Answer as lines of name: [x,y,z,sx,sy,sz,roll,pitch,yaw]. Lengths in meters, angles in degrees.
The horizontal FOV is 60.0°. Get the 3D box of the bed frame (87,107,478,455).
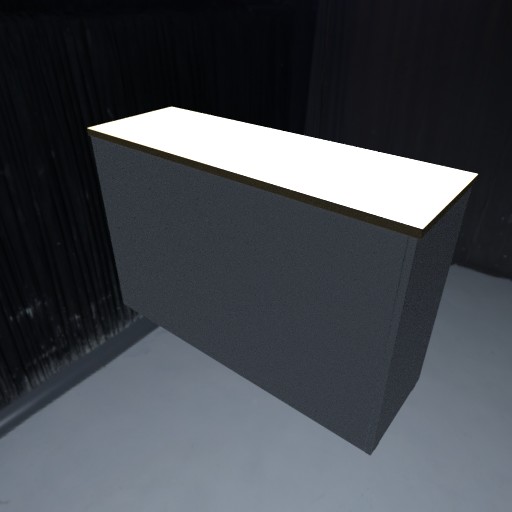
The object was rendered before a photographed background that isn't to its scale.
bed frame: [0.000,0.000,1.706,1.300,0.850,0.430,23,38,32]
